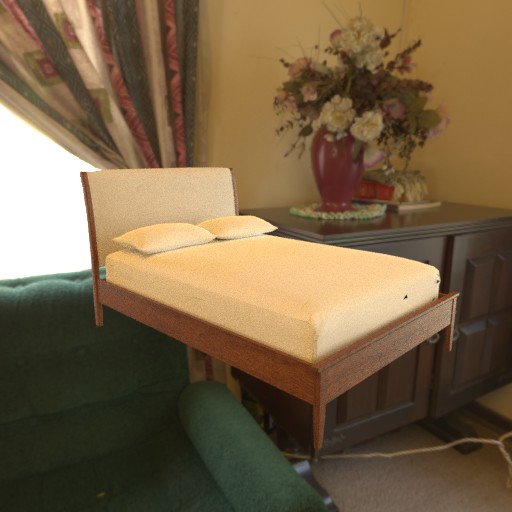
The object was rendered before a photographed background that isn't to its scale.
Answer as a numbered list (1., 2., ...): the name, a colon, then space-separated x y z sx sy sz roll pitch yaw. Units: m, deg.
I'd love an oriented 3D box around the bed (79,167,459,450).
1. bed: 0.000 0.000 3.299 2.380 1.250 1.612 12 17 44
